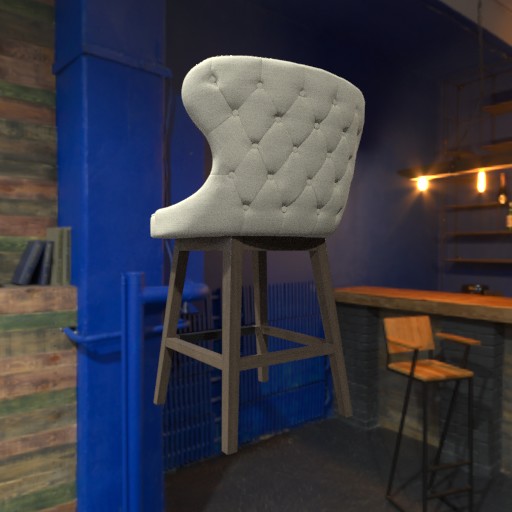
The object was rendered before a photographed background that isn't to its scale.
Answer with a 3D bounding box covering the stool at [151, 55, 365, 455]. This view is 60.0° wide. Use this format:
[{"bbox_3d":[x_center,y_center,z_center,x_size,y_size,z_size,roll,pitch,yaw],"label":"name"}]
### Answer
[{"bbox_3d":[0.000,0.000,1.370,0.615,0.972,0.597,-1,1,-35],"label":"stool"}]
